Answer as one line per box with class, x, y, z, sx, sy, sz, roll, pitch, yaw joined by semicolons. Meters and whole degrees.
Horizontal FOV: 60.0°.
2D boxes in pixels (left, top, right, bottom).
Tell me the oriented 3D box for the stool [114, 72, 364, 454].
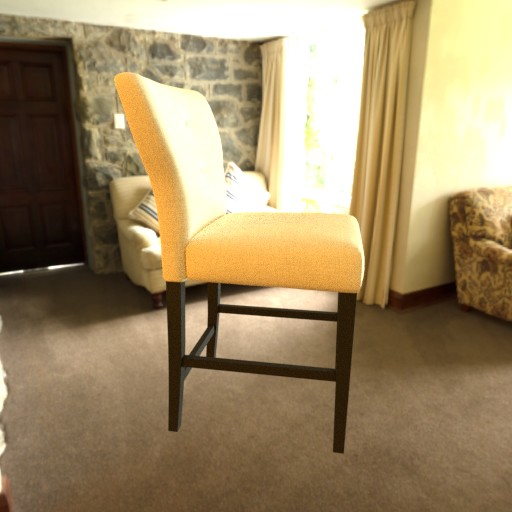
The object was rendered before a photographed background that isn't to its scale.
stool;0.000;0.000;1.310;0.603;0.972;0.514;3;16;10
